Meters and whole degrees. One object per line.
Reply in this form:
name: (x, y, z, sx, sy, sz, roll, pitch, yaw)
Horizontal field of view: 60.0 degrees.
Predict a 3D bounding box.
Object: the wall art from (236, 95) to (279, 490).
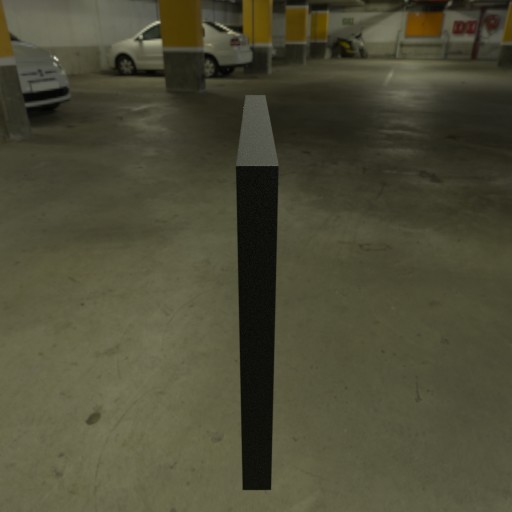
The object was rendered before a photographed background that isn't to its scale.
wall art: (0.000, 0.000, 0.531, 0.028, 0.321, 0.381, 0, 26, 0)
